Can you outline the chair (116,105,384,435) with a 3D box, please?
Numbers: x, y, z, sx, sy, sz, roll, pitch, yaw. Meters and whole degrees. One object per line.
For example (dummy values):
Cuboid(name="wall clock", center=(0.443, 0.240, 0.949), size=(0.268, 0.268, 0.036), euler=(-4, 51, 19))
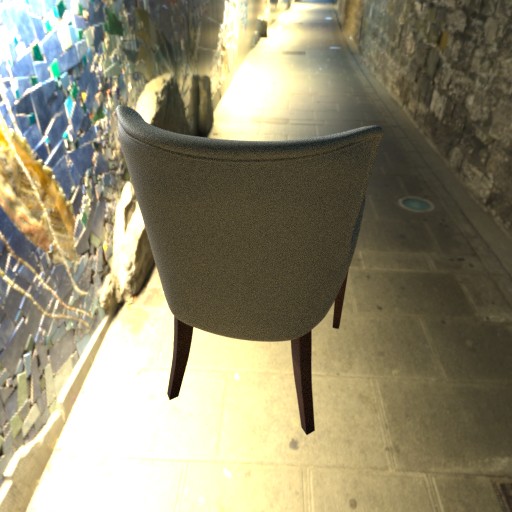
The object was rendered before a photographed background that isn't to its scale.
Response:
Cuboid(name="chair", center=(0.000, 0.000, 1.399), size=(0.660, 0.952, 0.686), euler=(9, 33, 14))
